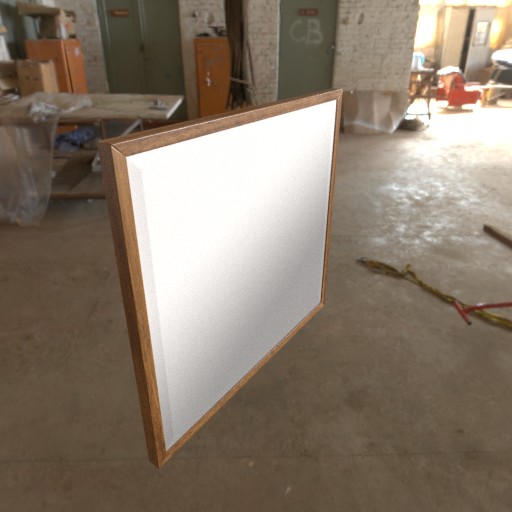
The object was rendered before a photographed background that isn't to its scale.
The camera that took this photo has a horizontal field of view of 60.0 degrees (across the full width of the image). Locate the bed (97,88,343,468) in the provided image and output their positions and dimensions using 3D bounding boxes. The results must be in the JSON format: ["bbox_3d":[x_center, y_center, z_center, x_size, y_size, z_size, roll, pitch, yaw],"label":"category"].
[{"bbox_3d":[0.000,0.000,1.461,0.043,0.940,1.041,18,32,31],"label":"bed"}]
